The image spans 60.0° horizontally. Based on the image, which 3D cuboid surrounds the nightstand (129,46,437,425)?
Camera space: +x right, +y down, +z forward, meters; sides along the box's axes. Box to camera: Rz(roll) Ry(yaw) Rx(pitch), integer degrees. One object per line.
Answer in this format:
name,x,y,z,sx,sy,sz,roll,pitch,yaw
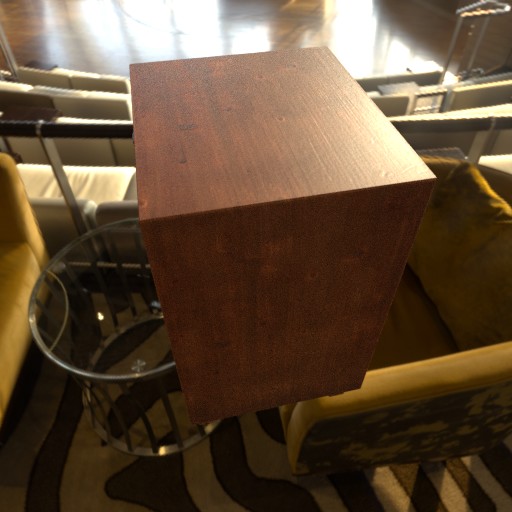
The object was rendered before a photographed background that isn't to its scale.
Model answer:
nightstand,0.000,0.000,0.984,0.410,0.695,0.465,-9,47,-9
